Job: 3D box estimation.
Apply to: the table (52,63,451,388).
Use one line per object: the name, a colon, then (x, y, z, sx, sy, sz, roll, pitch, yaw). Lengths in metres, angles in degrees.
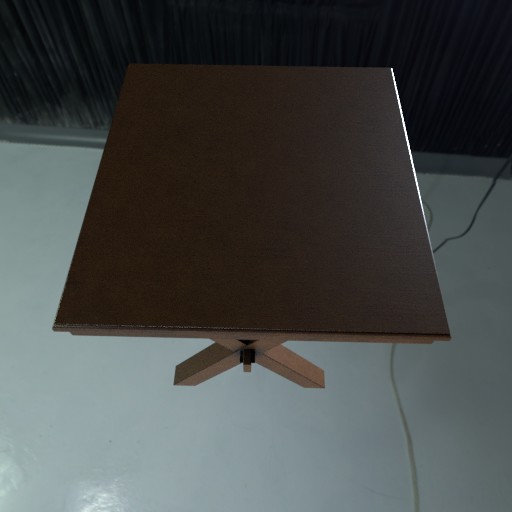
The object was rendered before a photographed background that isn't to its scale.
table: (0.000, 0.000, 1.013, 0.560, 0.562, 0.602, 1, 58, 1)
